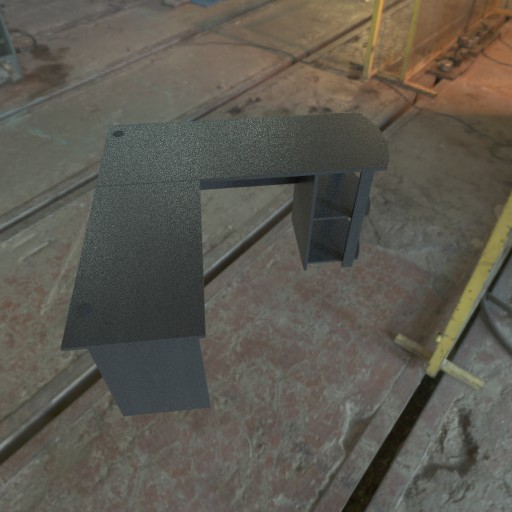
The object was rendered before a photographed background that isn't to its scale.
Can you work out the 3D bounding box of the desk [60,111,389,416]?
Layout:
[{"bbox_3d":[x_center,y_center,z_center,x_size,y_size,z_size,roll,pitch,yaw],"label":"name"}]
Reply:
[{"bbox_3d":[0.000,0.000,2.124,1.361,0.716,1.303,-5,47,-4],"label":"desk"}]
